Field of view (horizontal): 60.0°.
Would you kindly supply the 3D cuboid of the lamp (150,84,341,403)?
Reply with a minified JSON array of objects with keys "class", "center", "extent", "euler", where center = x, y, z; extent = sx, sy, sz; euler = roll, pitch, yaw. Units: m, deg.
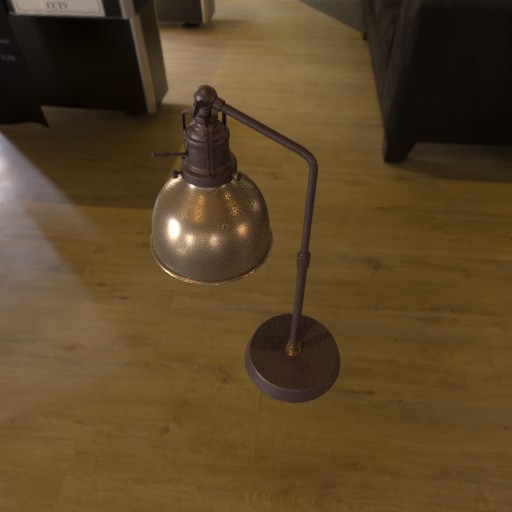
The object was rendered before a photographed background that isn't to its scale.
[{"class":"lamp","center":[0.000,0.000,0.611],"extent":[0.298,0.469,0.175],"euler":[16,49,15]}]
